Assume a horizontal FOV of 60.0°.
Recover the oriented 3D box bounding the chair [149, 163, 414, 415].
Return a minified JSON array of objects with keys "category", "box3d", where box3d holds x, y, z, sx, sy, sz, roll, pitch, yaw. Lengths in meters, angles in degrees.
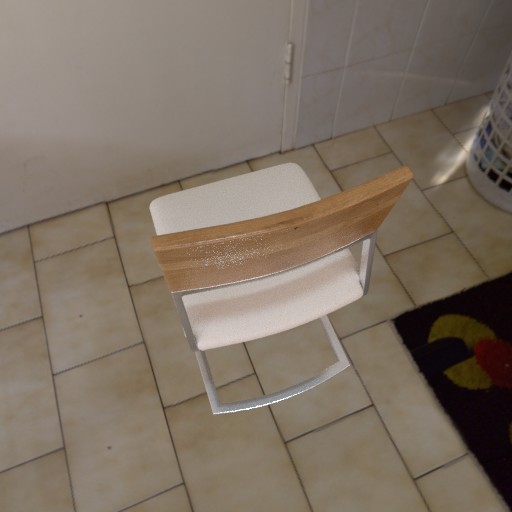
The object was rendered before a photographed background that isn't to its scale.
[{"category":"chair","box3d":[0.000,0.000,1.176,0.467,0.844,0.585,-17,60,-10]}]
